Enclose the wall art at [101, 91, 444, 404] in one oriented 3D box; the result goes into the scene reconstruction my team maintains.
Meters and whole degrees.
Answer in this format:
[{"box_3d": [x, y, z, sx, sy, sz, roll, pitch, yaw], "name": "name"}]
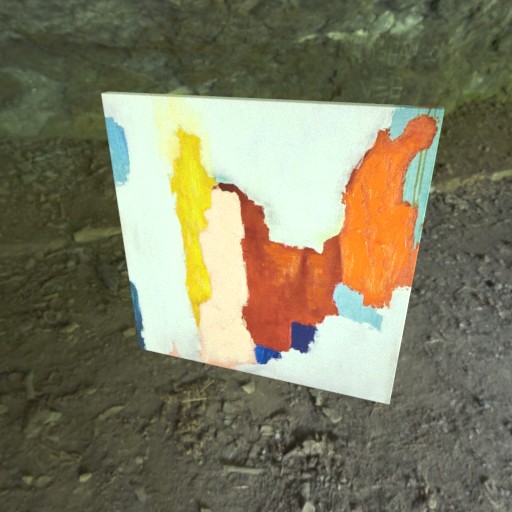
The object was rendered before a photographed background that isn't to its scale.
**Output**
[{"box_3d": [0.000, 0.000, 1.512, 1.017, 1.017, 0.044, 8, 28, 16], "name": "wall art"}]
